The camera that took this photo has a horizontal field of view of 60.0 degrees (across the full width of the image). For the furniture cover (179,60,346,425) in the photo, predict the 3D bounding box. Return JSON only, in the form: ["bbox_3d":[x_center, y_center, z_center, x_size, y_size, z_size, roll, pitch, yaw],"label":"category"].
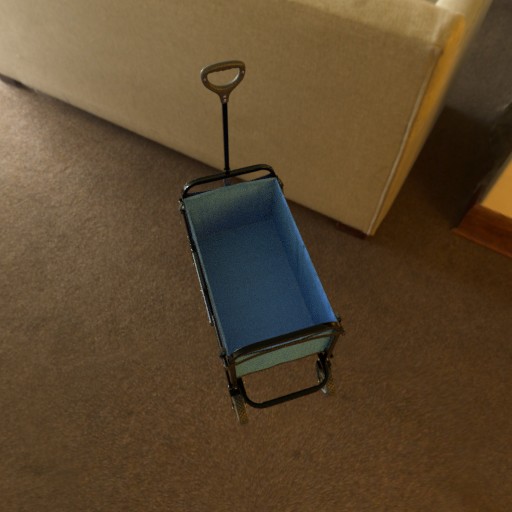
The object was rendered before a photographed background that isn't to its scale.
[{"bbox_3d":[0.000,0.000,1.829,0.532,1.295,1.038,-15,60,-9],"label":"furniture cover"}]
